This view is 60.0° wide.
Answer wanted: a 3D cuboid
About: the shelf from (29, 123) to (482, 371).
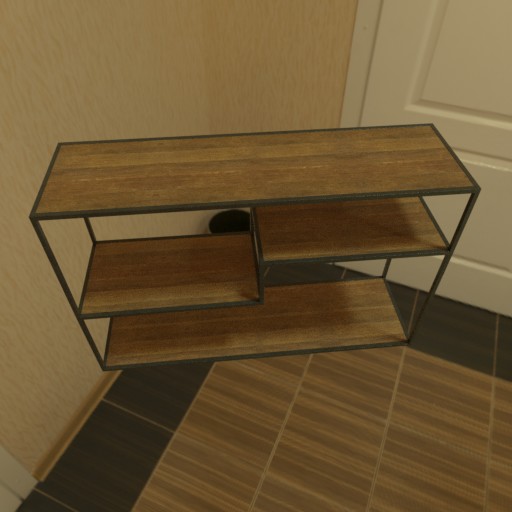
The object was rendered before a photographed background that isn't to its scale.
[{"bbox_3d":[0.000,0.000,1.564,1.201,0.765,0.361,-4,46,-4],"label":"shelf"}]
